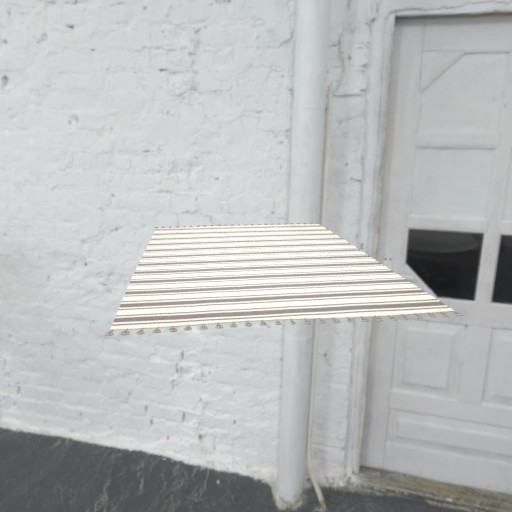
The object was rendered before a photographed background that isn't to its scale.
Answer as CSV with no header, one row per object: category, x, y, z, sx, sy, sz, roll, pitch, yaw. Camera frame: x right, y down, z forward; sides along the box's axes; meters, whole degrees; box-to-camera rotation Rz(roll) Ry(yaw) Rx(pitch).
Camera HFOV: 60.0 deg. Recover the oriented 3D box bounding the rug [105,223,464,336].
rug,0.000,0.000,3.044,1.563,0.014,2.425,-2,14,-8
